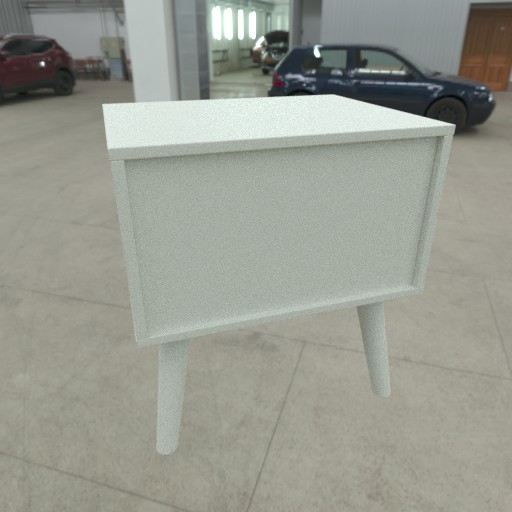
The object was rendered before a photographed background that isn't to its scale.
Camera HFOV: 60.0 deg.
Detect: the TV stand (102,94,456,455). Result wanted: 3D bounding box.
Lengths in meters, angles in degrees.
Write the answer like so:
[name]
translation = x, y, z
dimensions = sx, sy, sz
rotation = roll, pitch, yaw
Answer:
[TV stand]
translation = 0.000, 0.000, 0.900
dimensions = 0.508, 0.559, 0.405
rotation = -8, 28, -16
